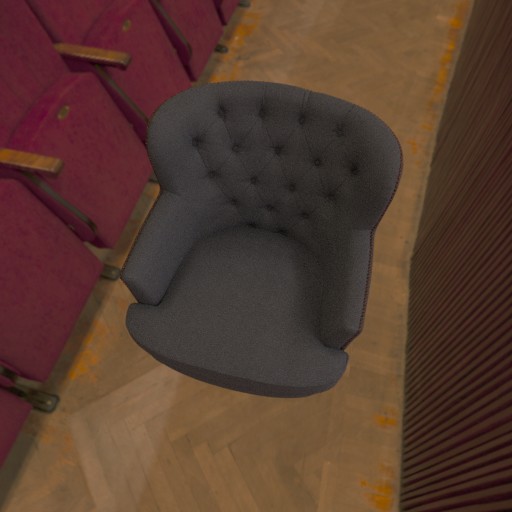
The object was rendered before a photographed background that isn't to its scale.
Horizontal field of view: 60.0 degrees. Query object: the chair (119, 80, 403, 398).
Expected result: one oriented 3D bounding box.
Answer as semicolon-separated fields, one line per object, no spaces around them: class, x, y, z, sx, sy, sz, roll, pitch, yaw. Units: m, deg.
chair;0.000;0.000;1.642;0.848;0.868;0.906;12;57;8
